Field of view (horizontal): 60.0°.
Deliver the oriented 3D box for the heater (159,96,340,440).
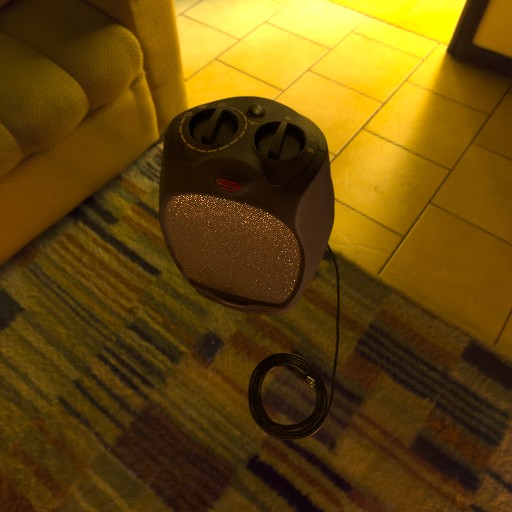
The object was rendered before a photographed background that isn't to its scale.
[{"bbox_3d":[0.000,0.000,0.470,0.239,0.255,0.291,14,59,9],"label":"heater"}]
